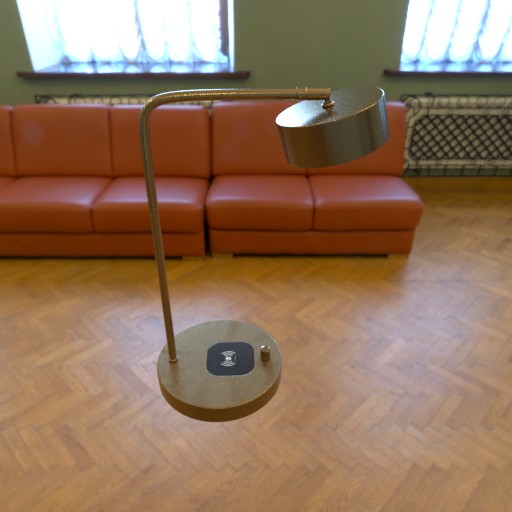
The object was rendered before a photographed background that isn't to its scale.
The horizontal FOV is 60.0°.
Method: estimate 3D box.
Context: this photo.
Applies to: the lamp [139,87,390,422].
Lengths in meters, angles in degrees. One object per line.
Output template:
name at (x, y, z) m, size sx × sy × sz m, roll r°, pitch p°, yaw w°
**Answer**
lamp at (0.000, 0.000, 0.527) m, size 0.270 × 0.380 × 0.171 m, roll -1°, pitch 31°, yaw -1°
